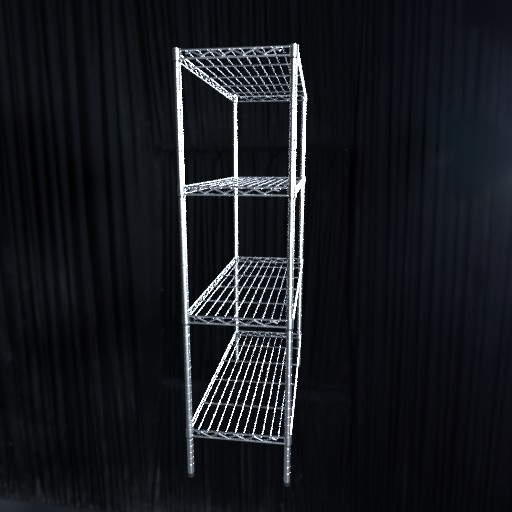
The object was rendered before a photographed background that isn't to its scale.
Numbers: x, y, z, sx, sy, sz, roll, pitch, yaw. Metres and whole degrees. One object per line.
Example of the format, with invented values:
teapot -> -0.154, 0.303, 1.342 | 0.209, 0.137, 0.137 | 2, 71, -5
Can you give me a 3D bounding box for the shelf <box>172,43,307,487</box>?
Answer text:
shelf -> 0.000, 0.000, 1.782 | 0.352, 1.360, 0.907 | 2, 12, 8
